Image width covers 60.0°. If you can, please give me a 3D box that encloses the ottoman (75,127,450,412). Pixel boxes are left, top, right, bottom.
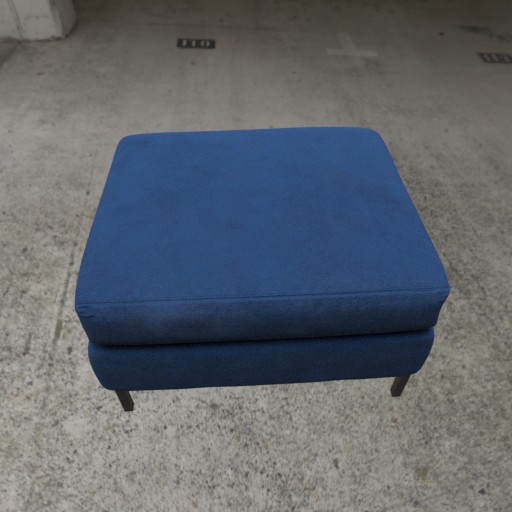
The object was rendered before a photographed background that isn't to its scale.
[{"bbox_3d":[0.000,0.000,1.207,0.794,0.485,0.655,-2,46,-2],"label":"ottoman"}]
